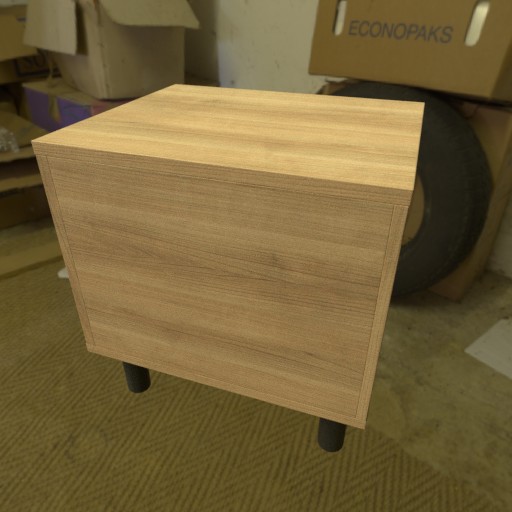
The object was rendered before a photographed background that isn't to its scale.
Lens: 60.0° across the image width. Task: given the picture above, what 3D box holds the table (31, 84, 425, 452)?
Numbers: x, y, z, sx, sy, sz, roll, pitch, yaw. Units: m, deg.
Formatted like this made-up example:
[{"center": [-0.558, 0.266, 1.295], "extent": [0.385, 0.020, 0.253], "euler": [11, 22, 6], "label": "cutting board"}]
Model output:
[{"center": [0.000, 0.000, 0.748], "extent": [0.445, 0.460, 0.380], "euler": [11, 33, 16], "label": "table"}]
